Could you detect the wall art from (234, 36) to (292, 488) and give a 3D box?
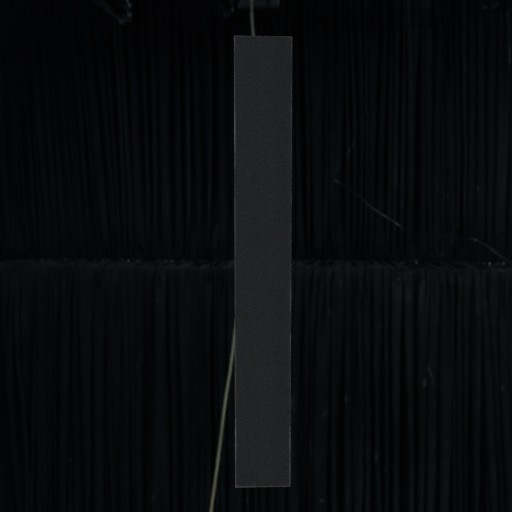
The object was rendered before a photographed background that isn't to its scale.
[{"bbox_3d":[0.000,0.000,0.451,0.038,0.305,0.305,0,3,-2],"label":"wall art"}]
